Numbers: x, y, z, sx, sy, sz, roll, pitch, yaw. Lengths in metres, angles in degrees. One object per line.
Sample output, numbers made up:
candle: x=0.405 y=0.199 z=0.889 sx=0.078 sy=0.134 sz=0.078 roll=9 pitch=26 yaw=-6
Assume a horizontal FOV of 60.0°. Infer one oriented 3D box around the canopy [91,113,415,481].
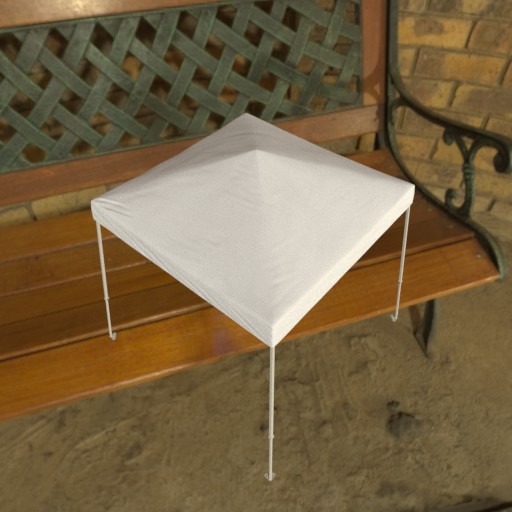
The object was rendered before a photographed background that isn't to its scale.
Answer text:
canopy: x=0.000 y=0.000 z=6.516 sx=3.600 sy=3.600 sz=3.599 roll=32 pitch=54 yaw=27
